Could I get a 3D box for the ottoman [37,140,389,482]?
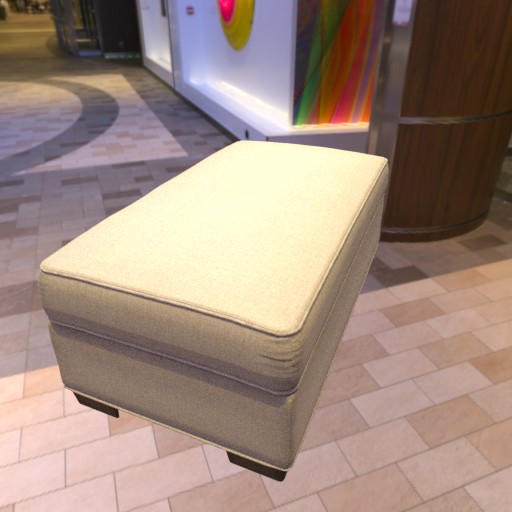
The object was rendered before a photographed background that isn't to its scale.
[{"bbox_3d":[0.000,0.000,1.372,0.617,0.461,1.097,12,32,20],"label":"ottoman"}]
